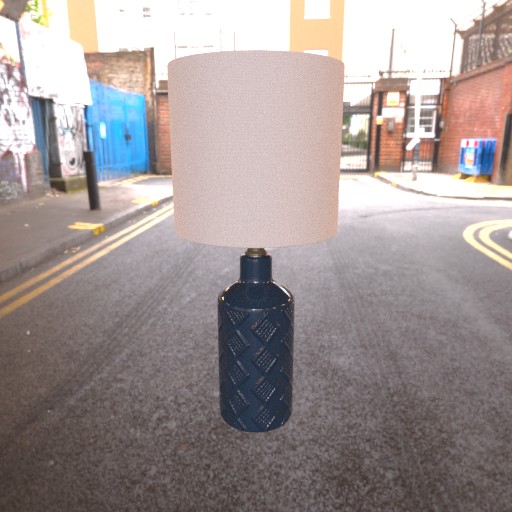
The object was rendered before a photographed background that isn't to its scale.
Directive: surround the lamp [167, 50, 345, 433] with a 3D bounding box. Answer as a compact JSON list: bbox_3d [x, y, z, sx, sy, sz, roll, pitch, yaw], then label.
[{"bbox_3d":[0.000,0.000,0.581,0.207,0.461,0.207,14,20,43],"label":"lamp"}]
